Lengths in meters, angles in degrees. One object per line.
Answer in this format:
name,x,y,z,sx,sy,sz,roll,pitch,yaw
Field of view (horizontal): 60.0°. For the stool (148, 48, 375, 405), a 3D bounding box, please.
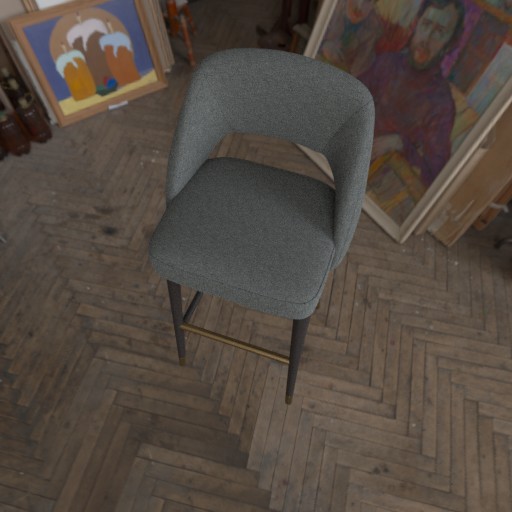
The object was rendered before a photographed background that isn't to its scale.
stool,0.000,0.000,1.395,0.536,1.089,0.524,17,59,10
